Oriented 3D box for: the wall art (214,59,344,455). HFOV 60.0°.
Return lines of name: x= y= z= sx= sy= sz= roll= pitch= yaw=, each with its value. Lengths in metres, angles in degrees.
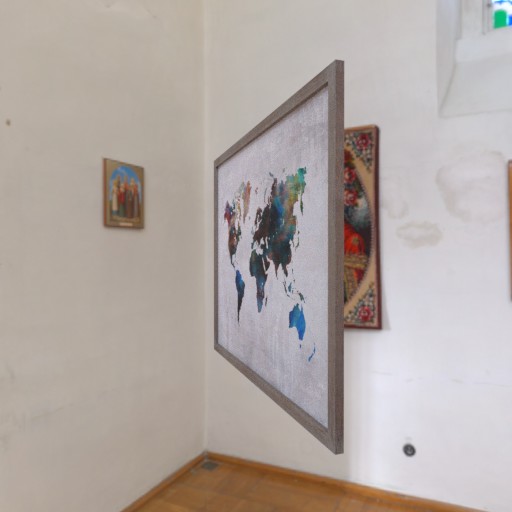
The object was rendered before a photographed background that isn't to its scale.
wall art: x=0.000 y=0.000 z=1.349 sx=0.019 sy=0.774 sz=1.012 roll=0 pitch=0 yaw=-19
